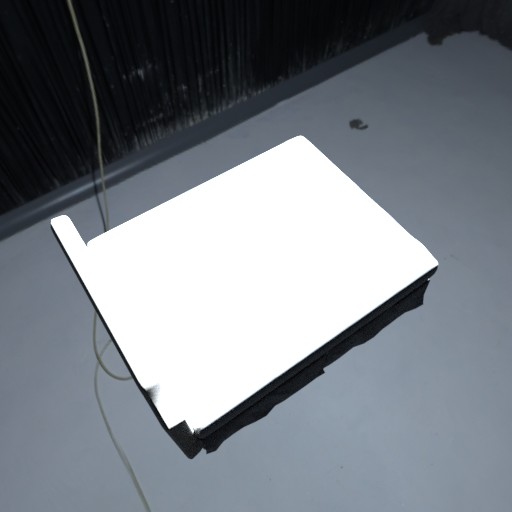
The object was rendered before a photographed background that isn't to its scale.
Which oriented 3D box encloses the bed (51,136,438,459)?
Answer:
[{"bbox_3d":[0.000,0.000,3.632,2.498,1.293,1.977,-30,62,-18],"label":"bed"}]
